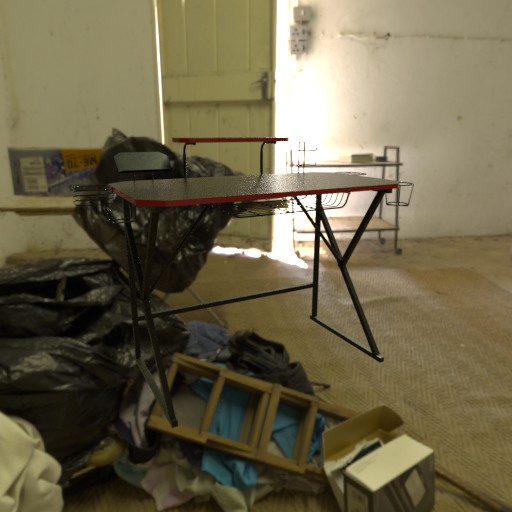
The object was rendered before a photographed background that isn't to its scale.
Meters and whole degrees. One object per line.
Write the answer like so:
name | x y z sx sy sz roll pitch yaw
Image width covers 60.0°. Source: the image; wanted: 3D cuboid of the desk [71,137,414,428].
desk | 0.000 0.000 1.777 1.280 0.913 0.588 -8 18 -27
